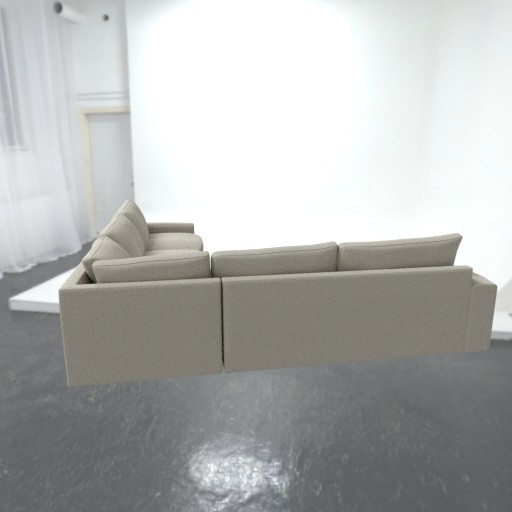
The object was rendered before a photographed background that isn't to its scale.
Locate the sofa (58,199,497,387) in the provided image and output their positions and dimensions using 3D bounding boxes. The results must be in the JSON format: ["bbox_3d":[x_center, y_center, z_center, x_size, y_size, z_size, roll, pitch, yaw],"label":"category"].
[{"bbox_3d":[0.000,0.000,4.566,3.066,0.918,3.206,-2,14,-10],"label":"sofa"}]
